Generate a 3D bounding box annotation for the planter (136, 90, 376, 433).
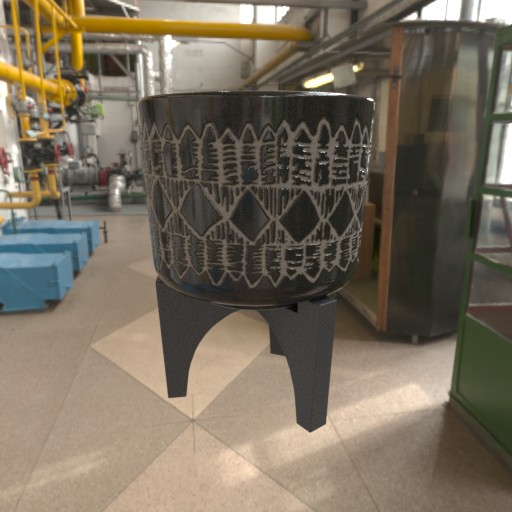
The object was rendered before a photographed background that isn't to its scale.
[{"bbox_3d":[0.000,0.000,0.269,0.129,0.177,0.129,0,15,0],"label":"planter"}]
